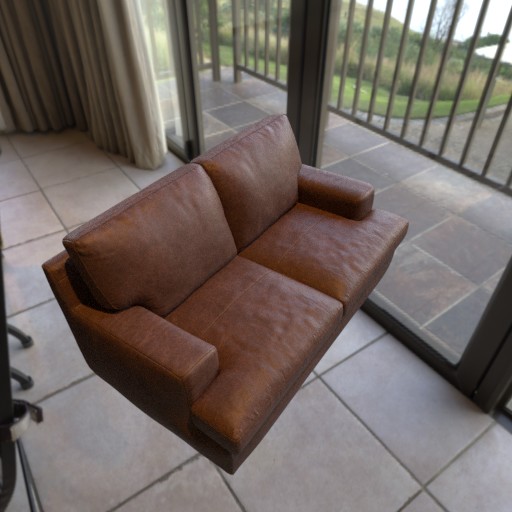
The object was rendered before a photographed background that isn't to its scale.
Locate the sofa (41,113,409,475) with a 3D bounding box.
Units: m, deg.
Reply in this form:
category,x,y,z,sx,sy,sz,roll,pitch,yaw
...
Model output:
category,x,y,z,sx,sy,sz,roll,pitch,yaw
sofa,0.000,0.000,2.497,1.143,0.939,1.880,25,47,26
